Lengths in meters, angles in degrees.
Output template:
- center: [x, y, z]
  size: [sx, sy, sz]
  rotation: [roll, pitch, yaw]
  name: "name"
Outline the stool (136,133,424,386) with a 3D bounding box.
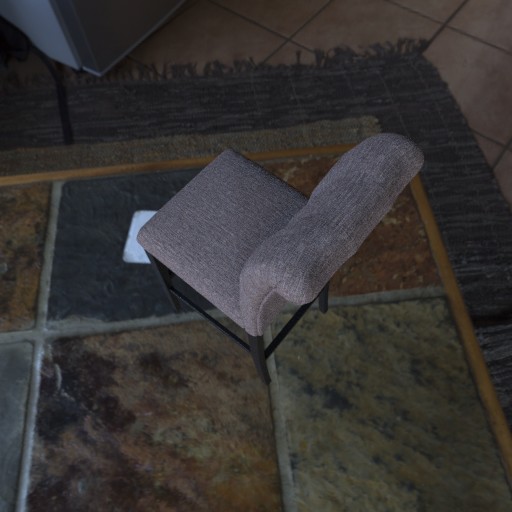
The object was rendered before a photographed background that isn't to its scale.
- center: [0.000, 0.000, 1.437]
  size: [0.613, 1.131, 0.452]
  rotation: [37, 69, 16]
  name: "stool"
